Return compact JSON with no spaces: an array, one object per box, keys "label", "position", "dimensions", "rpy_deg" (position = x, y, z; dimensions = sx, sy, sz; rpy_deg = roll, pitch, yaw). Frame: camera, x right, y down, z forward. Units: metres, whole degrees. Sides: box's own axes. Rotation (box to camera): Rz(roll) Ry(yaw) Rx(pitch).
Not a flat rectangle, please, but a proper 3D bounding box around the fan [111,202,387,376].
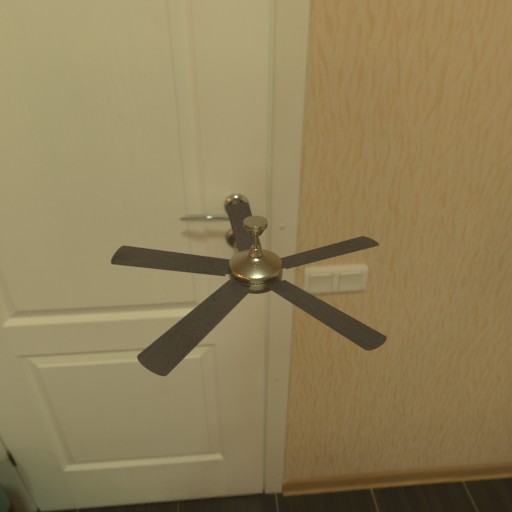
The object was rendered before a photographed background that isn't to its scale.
[{"label":"fan","position":[0.000,0.000,2.004],"dimensions":[1.321,0.356,1.321],"rpy_deg":[-20,38,-28]}]
